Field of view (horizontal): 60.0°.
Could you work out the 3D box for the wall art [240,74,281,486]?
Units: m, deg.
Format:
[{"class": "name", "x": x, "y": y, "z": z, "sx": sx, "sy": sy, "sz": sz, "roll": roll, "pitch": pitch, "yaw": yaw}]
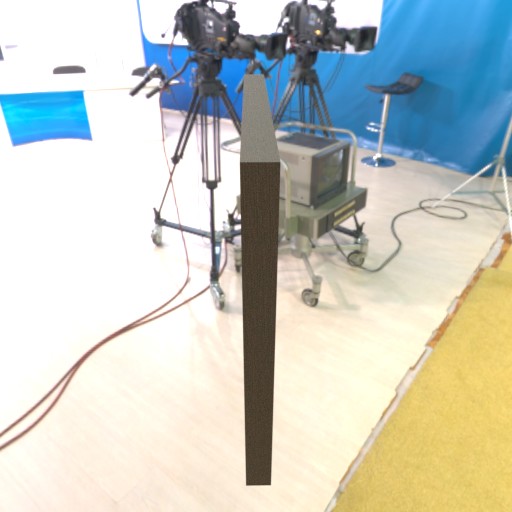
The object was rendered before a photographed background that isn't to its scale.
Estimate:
[{"class": "wall art", "x": 0.000, "y": 0.000, "z": 0.760, "sx": 0.038, "sy": 0.506, "sz": 0.508, "roll": 0, "pitch": 31, "yaw": -1}]
